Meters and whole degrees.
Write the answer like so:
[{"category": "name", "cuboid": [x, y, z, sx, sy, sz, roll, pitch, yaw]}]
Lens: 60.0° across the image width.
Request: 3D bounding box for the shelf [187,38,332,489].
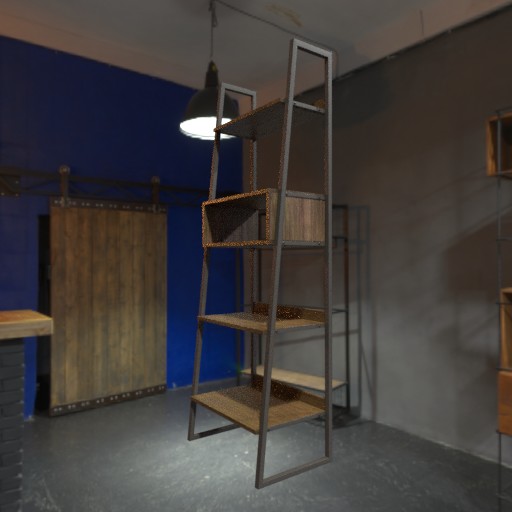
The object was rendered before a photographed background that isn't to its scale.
[{"category": "shelf", "cuboid": [0.000, 0.000, 2.298, 0.454, 2.005, 0.652, 0, -1, -36]}]
